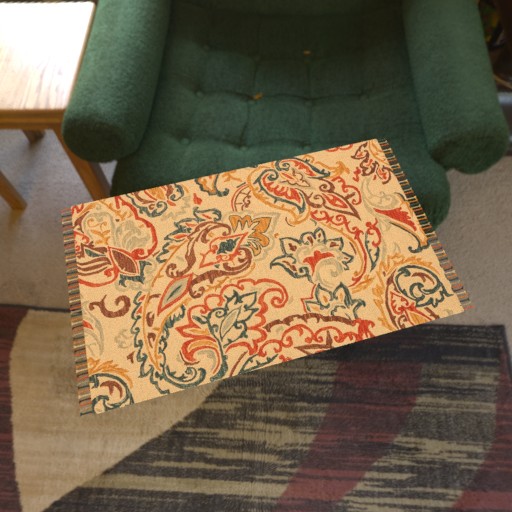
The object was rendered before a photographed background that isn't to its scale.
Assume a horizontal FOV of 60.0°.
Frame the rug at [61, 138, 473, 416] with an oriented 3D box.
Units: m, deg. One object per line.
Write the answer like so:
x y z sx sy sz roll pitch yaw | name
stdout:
0.000 0.000 3.115 2.584 0.010 1.523 -14 64 -7 | rug
